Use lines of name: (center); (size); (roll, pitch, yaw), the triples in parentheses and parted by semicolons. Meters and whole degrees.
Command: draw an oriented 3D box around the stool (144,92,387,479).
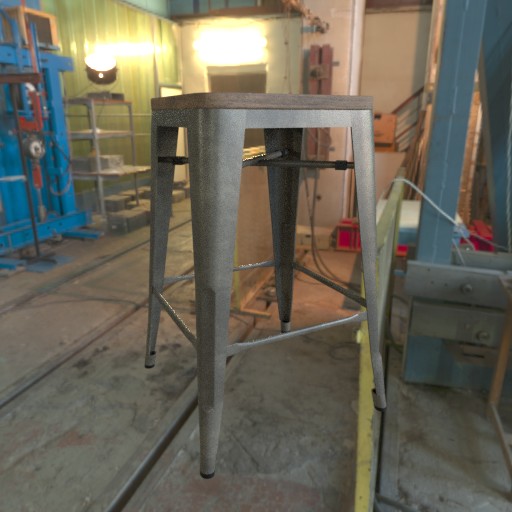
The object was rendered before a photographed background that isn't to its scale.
stool: (0.000, 0.000, 0.902); (0.407, 0.607, 0.407); (-9, 20, -26)
